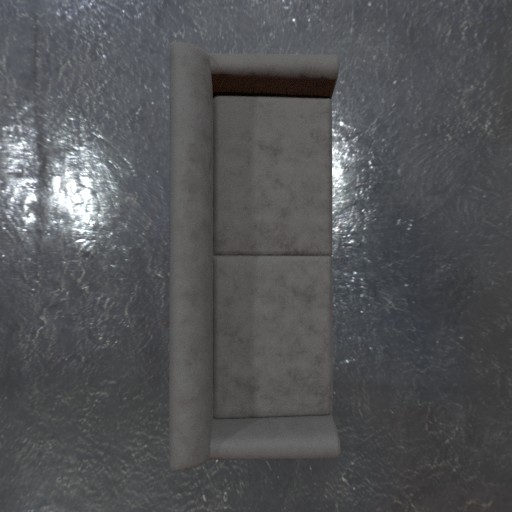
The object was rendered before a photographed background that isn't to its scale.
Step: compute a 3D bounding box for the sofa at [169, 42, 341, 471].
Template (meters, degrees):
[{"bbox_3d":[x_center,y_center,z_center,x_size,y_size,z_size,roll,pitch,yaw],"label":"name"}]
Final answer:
[{"bbox_3d":[0.000,0.000,2.594,0.900,0.740,2.190,0,89,-1],"label":"sofa"}]
